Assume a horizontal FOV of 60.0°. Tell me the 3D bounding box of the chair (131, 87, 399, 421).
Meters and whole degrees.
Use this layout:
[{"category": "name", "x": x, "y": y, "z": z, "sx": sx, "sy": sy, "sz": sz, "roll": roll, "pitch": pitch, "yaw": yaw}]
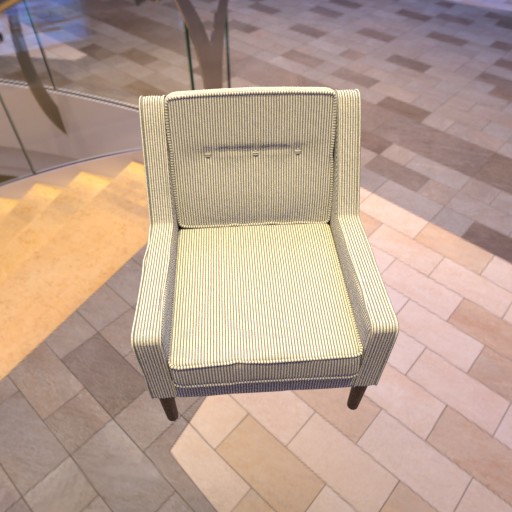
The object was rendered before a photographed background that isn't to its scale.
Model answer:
[{"category": "chair", "x": 0.000, "y": 0.000, "z": 1.350, "sx": 0.663, "sy": 0.792, "sz": 0.743, "roll": -3, "pitch": 47, "yaw": -3}]
